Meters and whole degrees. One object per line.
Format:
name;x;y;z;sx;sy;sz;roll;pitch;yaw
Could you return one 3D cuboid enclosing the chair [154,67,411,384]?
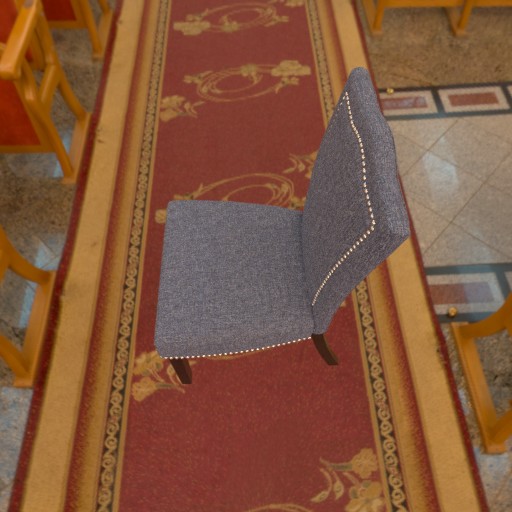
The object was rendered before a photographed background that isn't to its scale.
chair;0.000;0.000;1.306;0.589;0.946;0.518;-1;58;-1
